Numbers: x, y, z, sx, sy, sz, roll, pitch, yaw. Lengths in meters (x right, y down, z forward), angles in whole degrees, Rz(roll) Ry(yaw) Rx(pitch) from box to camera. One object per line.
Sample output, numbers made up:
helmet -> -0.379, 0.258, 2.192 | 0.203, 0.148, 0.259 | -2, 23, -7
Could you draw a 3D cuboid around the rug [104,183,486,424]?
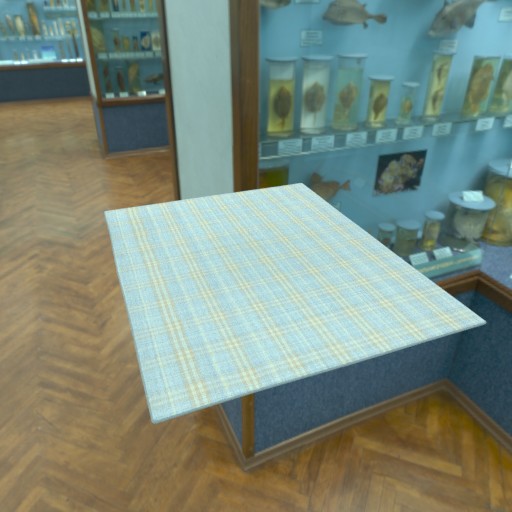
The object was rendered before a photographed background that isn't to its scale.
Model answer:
rug -> 0.000, 0.000, 4.107 | 2.462, 0.030, 3.066 | -11, 32, -18
